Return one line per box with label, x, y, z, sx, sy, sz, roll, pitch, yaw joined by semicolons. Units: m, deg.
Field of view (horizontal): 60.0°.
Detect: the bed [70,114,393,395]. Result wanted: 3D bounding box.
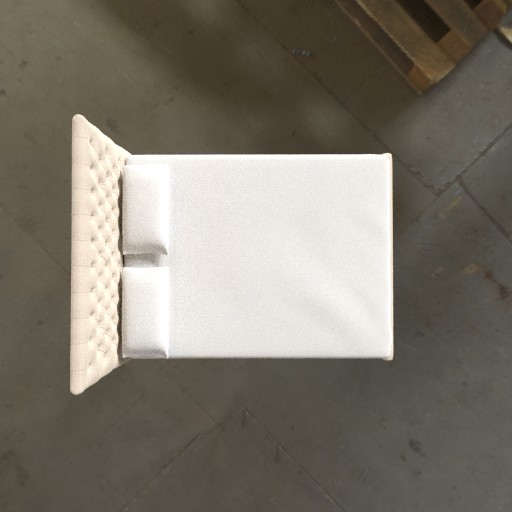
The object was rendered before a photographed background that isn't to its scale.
bed;0.000;0.000;3.341;2.233;1.426;1.696;0;89;0
